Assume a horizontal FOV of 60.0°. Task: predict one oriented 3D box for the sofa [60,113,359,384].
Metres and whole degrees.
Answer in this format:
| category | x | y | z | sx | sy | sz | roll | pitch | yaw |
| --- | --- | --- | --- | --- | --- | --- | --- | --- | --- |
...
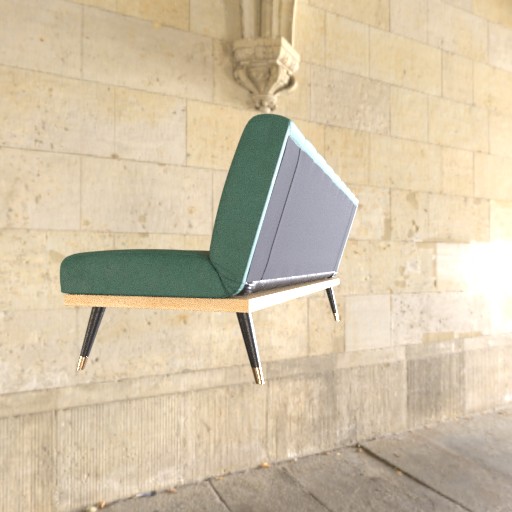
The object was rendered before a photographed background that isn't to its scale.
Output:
| category | x | y | z | sx | sy | sz | roll | pitch | yaw |
| --- | --- | --- | --- | --- | --- | --- | --- | --- | --- |
| sofa | 0.000 | 0.000 | 2.227 | 0.830 | 0.820 | 1.810 | 0 | -1 | 19 |
